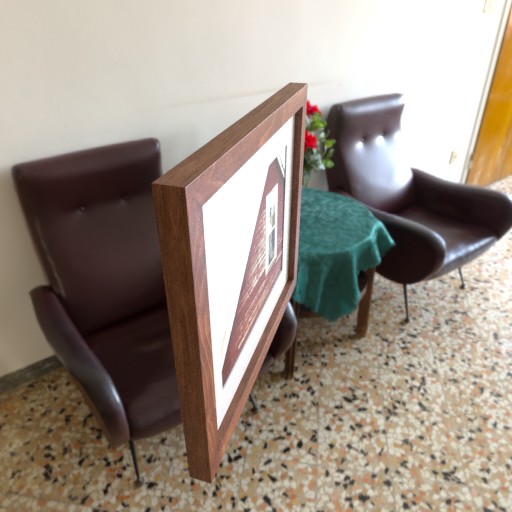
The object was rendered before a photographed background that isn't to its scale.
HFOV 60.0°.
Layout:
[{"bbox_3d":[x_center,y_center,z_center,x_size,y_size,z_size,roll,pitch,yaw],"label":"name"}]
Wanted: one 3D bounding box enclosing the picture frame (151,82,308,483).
[{"bbox_3d":[0.000,0.000,0.534,0.025,0.330,0.381,9,33,15],"label":"picture frame"}]
